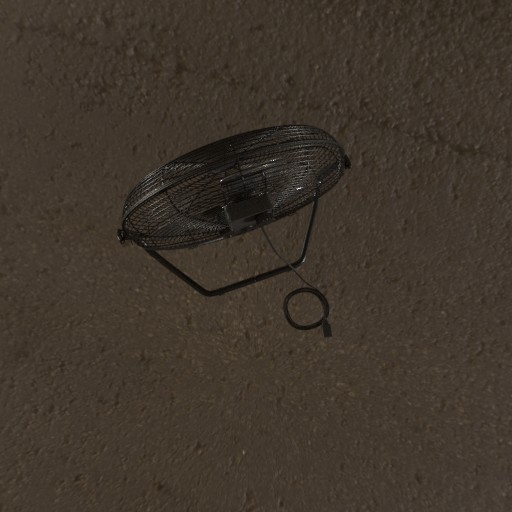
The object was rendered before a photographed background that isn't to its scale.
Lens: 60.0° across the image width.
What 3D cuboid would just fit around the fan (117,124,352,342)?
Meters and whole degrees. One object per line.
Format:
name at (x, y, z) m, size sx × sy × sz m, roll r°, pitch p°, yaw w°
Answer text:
fan at (0.000, 0.000, 1.027) m, size 0.595 × 0.605 × 0.470 m, roll -19°, pitch 76°, yaw -5°
